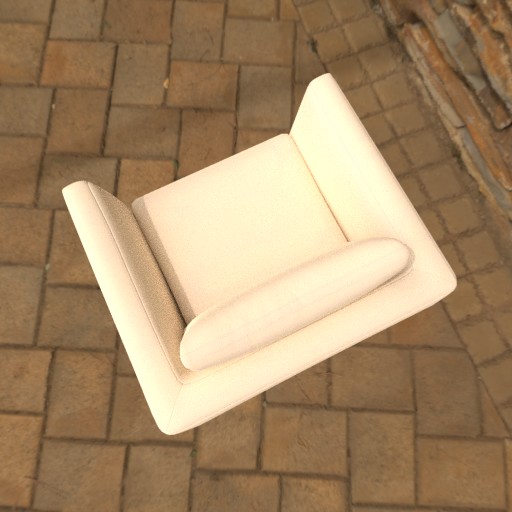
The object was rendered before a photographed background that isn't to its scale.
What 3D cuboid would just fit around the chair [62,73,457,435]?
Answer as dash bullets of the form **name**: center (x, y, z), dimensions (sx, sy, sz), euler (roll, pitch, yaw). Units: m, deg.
- **chair**: center (0.000, 0.000, 1.683), dimensions (1.041, 0.865, 0.889), euler (-26, 77, -6)
